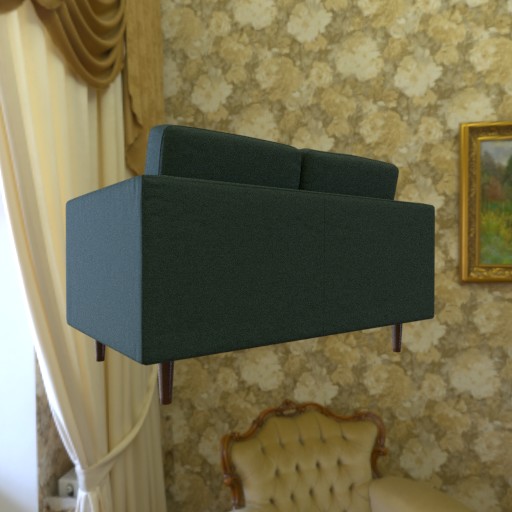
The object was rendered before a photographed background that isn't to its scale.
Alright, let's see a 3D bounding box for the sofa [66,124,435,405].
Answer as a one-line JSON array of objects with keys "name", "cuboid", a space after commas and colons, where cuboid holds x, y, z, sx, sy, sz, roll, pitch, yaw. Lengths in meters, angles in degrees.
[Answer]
[{"name": "sofa", "cuboid": [0.000, 0.000, 1.991, 1.430, 0.899, 0.879, -1, 1, -37]}]
